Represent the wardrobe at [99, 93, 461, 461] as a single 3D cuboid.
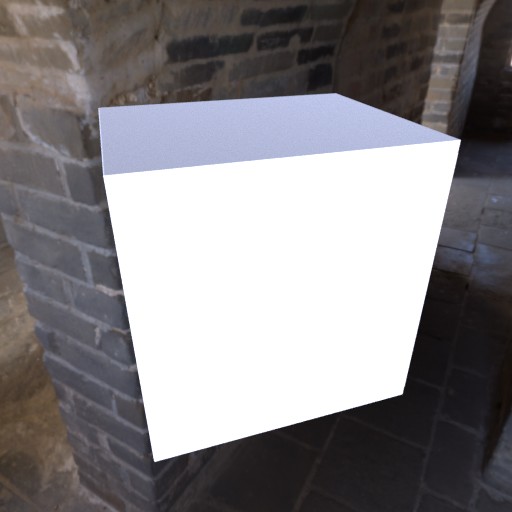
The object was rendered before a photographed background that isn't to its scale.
[{"bbox_3d":[0.000,0.000,0.873,0.500,0.520,0.400,-9,31,-15],"label":"wardrobe"}]
